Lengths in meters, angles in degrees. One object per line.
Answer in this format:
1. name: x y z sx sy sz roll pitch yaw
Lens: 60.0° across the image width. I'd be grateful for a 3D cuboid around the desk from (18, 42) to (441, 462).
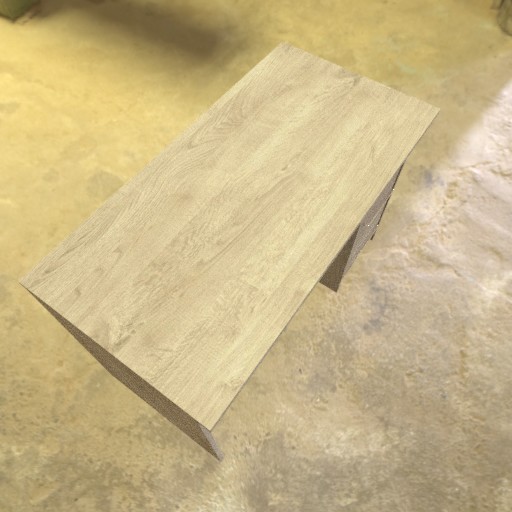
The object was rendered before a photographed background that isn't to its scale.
1. desk: 0.000 0.000 1.476 0.560 0.735 1.097 31 64 17
